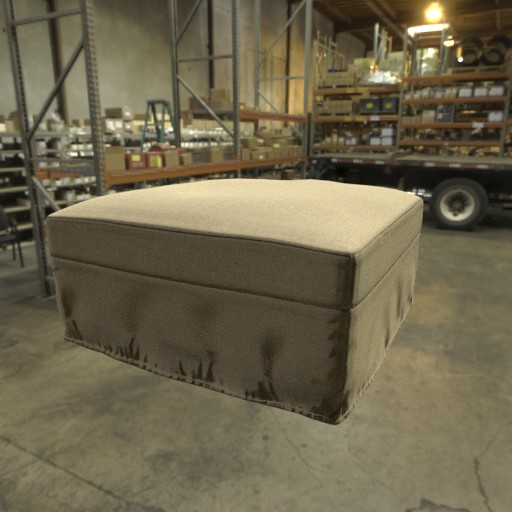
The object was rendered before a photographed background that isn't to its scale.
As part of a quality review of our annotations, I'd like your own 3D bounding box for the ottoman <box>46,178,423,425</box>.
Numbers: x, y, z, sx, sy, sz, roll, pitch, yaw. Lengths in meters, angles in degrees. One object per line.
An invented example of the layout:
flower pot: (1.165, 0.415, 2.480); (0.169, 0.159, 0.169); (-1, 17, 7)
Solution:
ottoman: (0.000, 0.000, 1.348); (0.843, 0.436, 0.840); (8, 17, 27)
